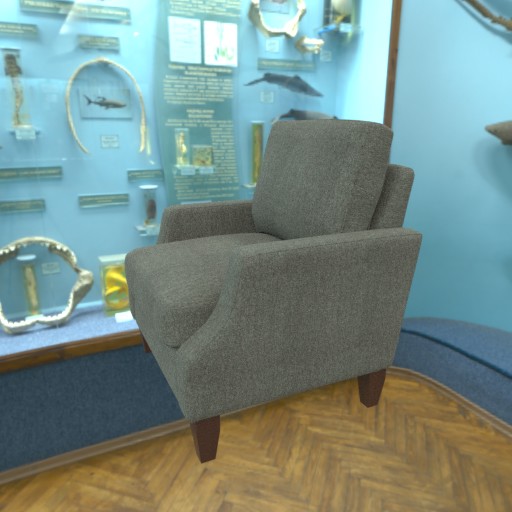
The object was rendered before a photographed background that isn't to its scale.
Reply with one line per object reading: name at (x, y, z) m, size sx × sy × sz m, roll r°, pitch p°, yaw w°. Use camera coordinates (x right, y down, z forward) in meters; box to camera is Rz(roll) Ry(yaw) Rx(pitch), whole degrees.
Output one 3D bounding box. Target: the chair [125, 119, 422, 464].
chair at (0.000, 0.000, 1.680) m, size 0.897 × 0.993 × 0.855 m, roll -8°, pitch 18°, yaw -25°
